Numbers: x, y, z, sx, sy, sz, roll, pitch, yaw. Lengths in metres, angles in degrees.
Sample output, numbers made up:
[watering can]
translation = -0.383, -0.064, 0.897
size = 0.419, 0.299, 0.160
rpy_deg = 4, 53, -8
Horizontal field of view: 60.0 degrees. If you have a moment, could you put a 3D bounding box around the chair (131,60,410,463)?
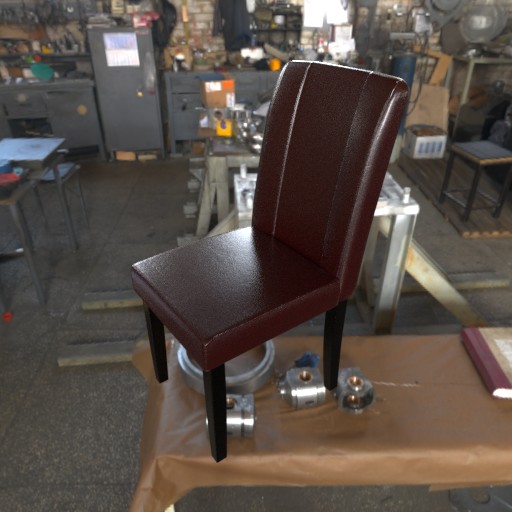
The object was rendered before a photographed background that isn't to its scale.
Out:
[chair]
translation = 0.000, 0.000, 1.177
size = 0.556, 0.897, 0.399
rpy_deg = -21, 37, -31
